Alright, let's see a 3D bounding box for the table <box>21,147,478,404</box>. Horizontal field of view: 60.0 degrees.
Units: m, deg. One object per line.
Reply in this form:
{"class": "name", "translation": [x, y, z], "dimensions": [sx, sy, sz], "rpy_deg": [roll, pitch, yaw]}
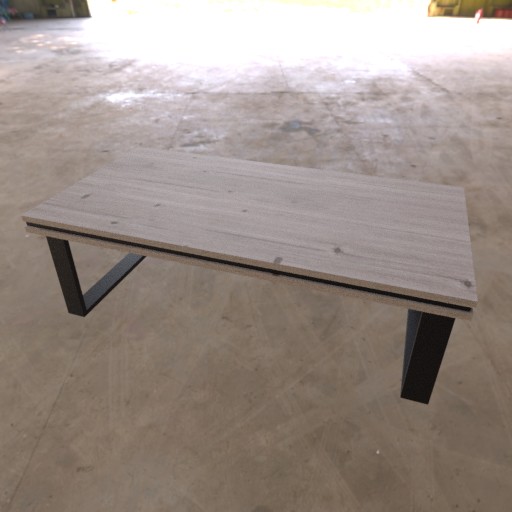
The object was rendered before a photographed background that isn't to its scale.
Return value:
{"class": "table", "translation": [0.000, 0.000, 1.632], "dimensions": [1.350, 0.450, 0.700], "rpy_deg": [11, 34, 16]}
